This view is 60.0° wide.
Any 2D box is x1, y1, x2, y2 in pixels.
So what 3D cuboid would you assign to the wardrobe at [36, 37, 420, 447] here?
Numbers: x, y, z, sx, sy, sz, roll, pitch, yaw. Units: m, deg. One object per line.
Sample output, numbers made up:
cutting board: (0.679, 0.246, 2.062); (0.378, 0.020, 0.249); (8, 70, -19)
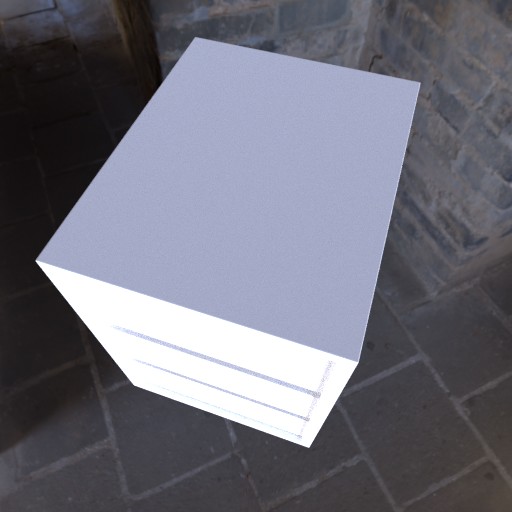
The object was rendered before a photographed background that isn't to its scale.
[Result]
wardrobe: (0.000, 0.000, 0.853); (0.400, 0.520, 0.500); (16, 59, 10)
